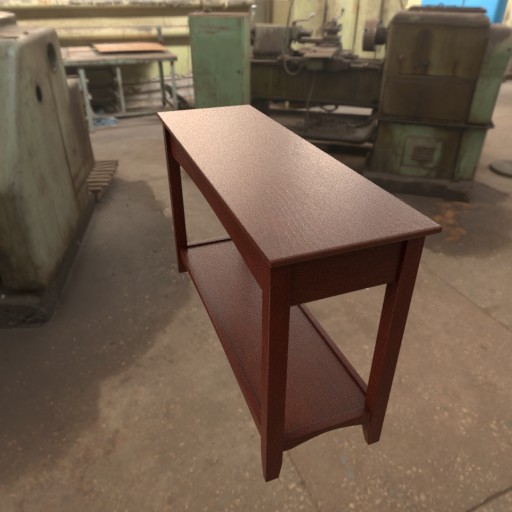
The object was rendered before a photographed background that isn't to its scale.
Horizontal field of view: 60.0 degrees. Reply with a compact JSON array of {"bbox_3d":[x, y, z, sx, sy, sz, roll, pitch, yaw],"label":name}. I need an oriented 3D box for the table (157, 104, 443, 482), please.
[{"bbox_3d":[0.000,0.000,1.534,0.392,0.739,1.188,-11,33,-18],"label":"table"}]
